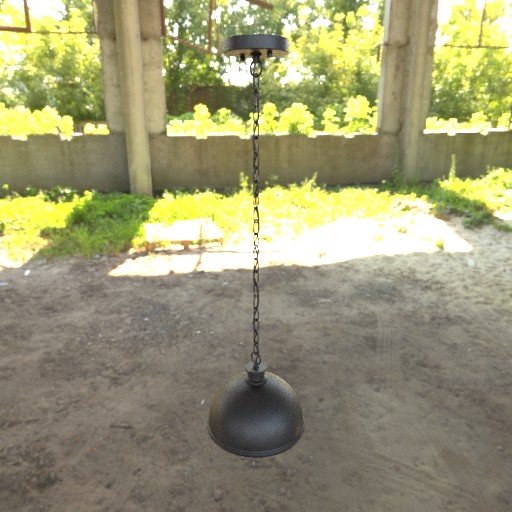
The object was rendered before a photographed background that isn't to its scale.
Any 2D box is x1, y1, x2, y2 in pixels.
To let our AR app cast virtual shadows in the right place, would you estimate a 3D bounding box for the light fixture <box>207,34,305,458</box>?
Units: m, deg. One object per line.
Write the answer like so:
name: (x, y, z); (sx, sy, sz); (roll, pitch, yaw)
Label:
light fixture: (0.000, 0.000, 1.229); (0.304, 1.090, 0.304); (16, 23, 42)
